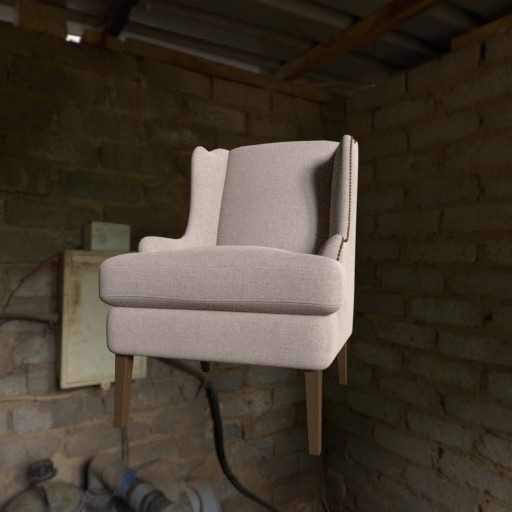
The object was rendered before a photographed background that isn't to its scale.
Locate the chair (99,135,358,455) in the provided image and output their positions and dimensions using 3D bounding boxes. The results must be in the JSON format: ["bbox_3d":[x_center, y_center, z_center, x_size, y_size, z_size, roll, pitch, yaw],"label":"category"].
[{"bbox_3d":[0.000,0.000,1.661,0.737,1.029,0.940,0,1,18],"label":"chair"}]
